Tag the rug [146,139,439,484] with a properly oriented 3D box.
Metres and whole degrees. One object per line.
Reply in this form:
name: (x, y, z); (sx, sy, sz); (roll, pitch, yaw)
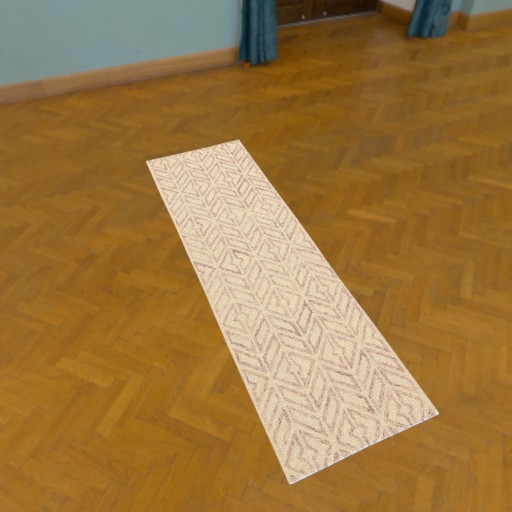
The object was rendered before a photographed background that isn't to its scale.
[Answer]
rug: (0.000, 0.000, 2.657); (0.750, 0.009, 2.435); (-17, 49, -16)
